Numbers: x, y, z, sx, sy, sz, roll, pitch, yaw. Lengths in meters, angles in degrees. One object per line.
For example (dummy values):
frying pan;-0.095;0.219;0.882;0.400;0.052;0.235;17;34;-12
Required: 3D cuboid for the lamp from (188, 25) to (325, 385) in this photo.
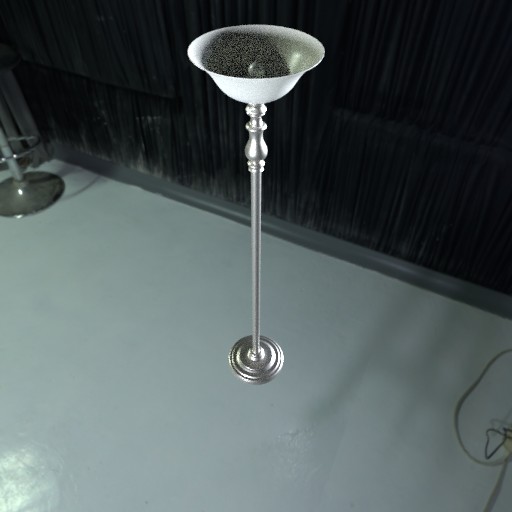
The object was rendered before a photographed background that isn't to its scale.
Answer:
lamp;0.000;0.000;1.954;0.405;1.771;0.405;17;48;16
